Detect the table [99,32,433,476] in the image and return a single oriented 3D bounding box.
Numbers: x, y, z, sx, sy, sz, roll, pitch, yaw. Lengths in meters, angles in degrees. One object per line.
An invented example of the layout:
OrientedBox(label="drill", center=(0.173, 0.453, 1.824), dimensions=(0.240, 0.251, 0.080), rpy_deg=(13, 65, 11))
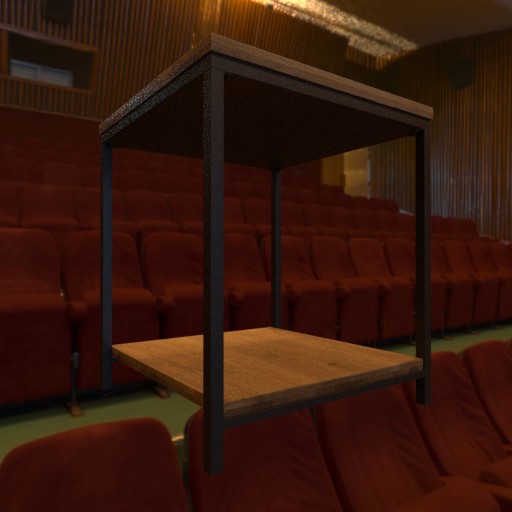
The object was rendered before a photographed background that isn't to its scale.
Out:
OrientedBox(label="table", center=(0.000, 0.000, 0.937), dimensions=(0.507, 0.589, 0.503), rpy_deg=(0, 0, -36))
